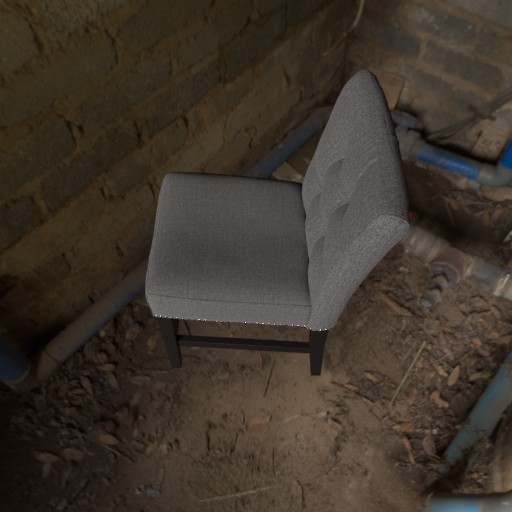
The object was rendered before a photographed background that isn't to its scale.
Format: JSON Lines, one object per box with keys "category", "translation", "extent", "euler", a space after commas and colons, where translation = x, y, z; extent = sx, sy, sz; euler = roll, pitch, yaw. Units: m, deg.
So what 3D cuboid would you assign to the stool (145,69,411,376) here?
{"category": "stool", "translation": [0.000, 0.000, 1.227], "extent": [0.571, 0.885, 0.427], "euler": [0, 57, 0]}
